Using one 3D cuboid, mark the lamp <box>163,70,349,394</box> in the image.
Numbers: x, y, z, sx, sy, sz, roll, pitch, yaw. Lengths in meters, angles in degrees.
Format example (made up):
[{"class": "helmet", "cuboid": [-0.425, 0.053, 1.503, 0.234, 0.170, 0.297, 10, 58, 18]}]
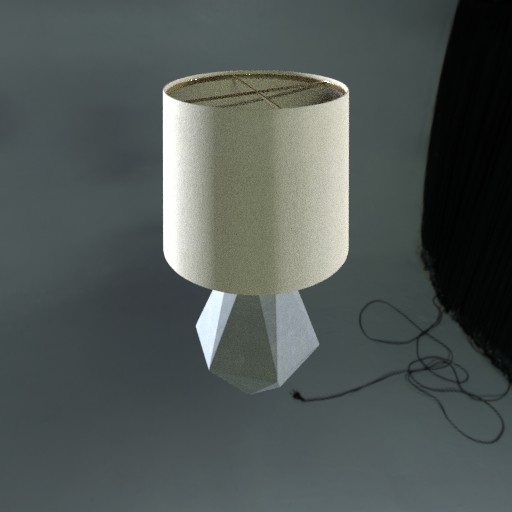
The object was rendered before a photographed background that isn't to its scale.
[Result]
[{"class": "lamp", "cuboid": [0.000, 0.000, 0.687, 0.276, 0.501, 0.276, 0, 32, 0]}]
